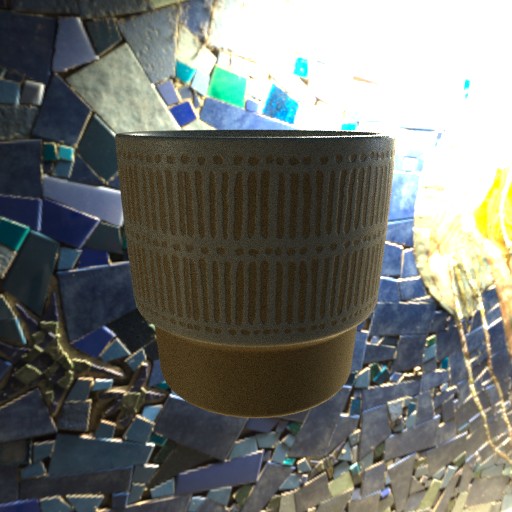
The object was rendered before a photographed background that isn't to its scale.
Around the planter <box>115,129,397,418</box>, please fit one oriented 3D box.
[{"bbox_3d":[0.000,0.000,0.563,0.317,0.303,0.317,0,17,0],"label":"planter"}]
